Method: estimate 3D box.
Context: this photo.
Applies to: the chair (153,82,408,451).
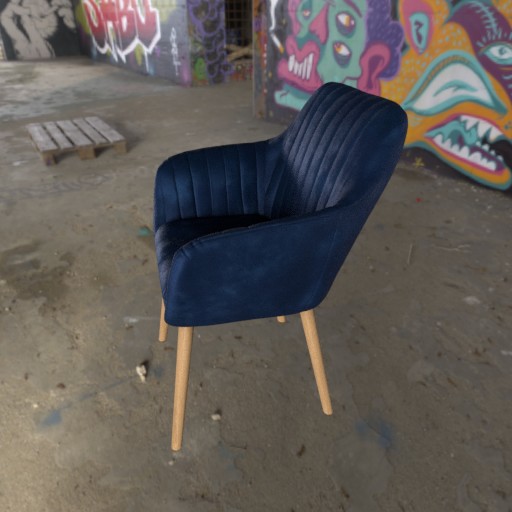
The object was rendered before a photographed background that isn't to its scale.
[{"bbox_3d":[0.000,0.000,1.201,0.573,0.826,0.578,-8,30,-13],"label":"chair"}]
